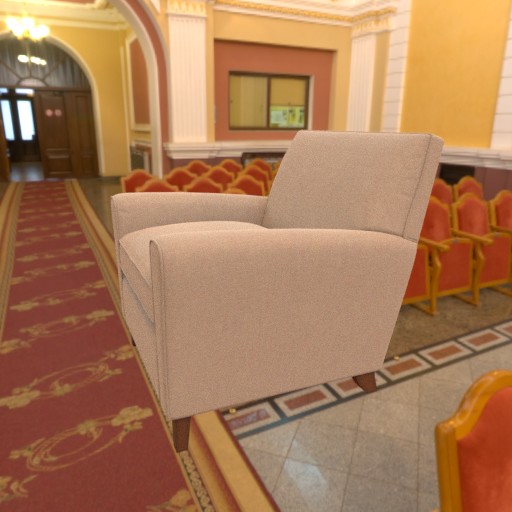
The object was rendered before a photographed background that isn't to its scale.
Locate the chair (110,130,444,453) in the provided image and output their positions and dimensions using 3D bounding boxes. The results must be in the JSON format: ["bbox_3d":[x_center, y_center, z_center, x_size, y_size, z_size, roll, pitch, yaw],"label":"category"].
[{"bbox_3d":[0.000,0.000,1.572,0.871,0.846,0.840,-8,18,-24],"label":"chair"}]
